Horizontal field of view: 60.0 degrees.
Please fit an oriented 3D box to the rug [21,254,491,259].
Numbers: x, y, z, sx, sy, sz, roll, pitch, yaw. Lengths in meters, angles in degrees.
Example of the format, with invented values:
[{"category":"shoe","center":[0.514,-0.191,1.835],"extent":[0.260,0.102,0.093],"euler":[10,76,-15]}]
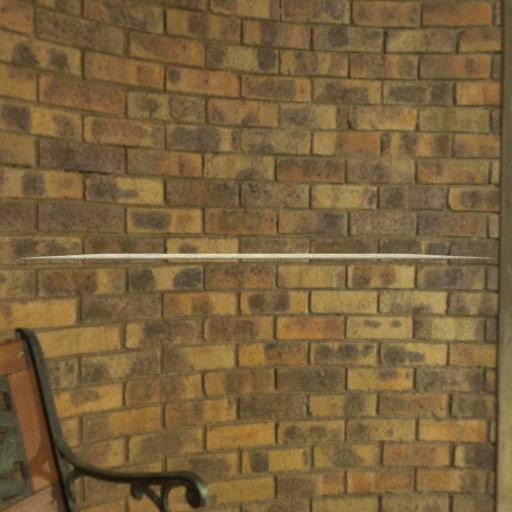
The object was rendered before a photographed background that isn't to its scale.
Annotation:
[{"category":"rug","center":[0.000,0.000,3.642],"extent":[3.048,0.011,1.546],"euler":[0,1,-1]}]
